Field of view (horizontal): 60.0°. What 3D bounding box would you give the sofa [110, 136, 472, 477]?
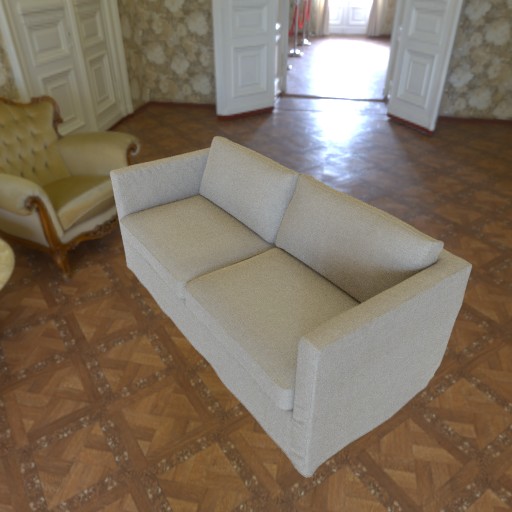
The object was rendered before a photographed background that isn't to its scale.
[{"bbox_3d":[0.000,0.000,2.516,0.956,0.847,1.987,-21,39,-29],"label":"sofa"}]
